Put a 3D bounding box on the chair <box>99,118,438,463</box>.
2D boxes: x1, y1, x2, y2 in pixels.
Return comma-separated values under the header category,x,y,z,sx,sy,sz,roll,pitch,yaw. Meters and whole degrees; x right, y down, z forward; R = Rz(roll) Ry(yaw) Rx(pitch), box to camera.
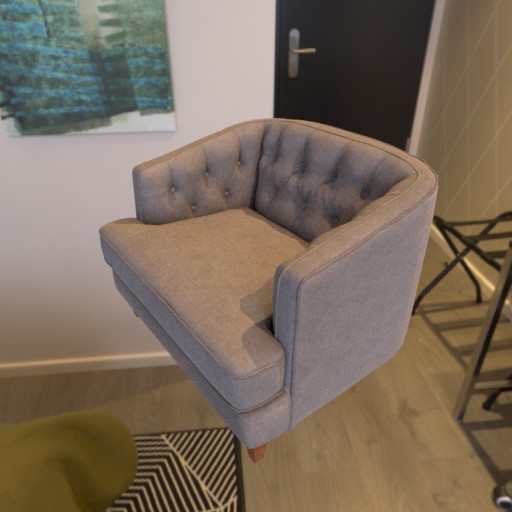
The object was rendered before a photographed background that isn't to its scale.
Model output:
category,x,y,z,sx,sy,sz,roll,pitch,yaw
chair,0.000,0.000,1.767,0.941,0.852,1.104,-21,37,-31
